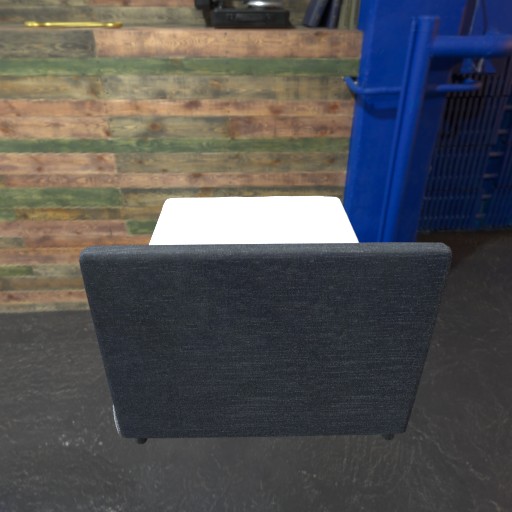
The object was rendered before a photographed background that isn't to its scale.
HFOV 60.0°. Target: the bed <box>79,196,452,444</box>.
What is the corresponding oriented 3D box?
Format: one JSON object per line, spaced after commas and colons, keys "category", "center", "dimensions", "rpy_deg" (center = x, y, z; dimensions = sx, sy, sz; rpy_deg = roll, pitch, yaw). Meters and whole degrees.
{"category": "bed", "center": [0.000, 0.000, 3.151], "dimensions": [1.723, 1.330, 2.142], "rpy_deg": [-1, 31, -1]}
